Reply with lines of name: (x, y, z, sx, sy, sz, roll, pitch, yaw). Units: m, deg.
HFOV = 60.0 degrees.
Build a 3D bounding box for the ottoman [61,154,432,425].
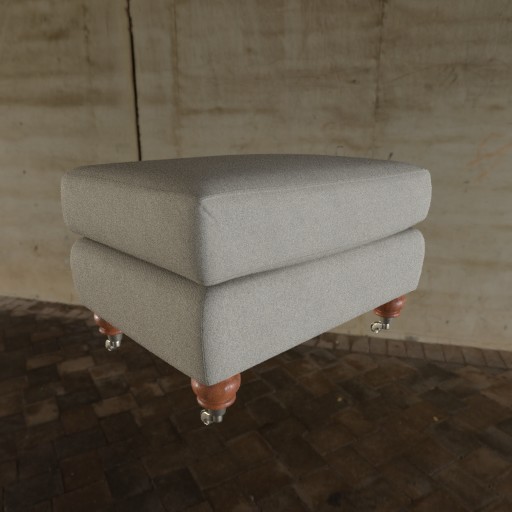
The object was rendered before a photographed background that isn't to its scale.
ottoman: (0.000, 0.000, 1.138, 0.773, 0.504, 0.569, -14, 21, -41)
